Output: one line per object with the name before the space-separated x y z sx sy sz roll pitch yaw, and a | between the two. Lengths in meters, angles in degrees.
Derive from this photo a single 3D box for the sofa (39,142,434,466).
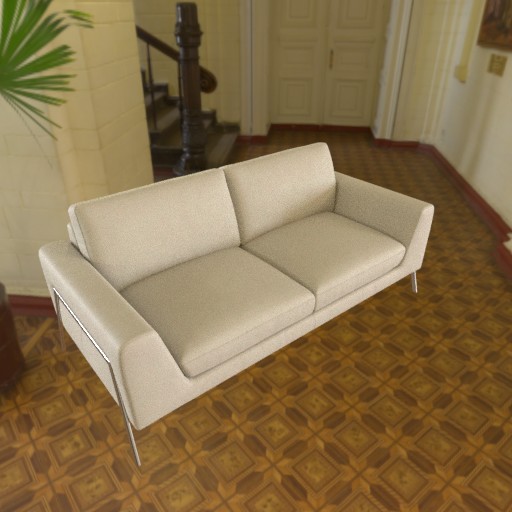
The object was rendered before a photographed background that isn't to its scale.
sofa | 0.000 0.000 2.479 2.017 0.875 0.953 -22 37 -33
